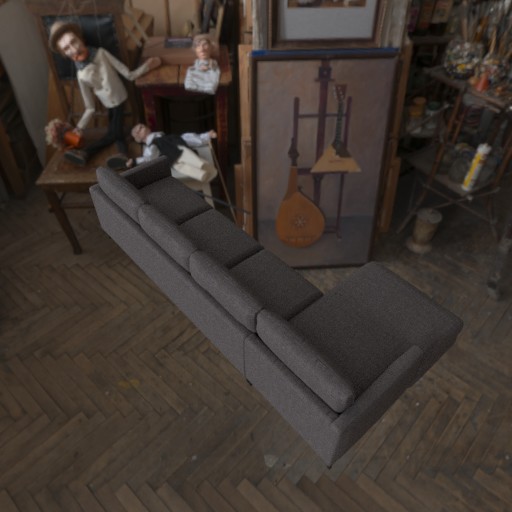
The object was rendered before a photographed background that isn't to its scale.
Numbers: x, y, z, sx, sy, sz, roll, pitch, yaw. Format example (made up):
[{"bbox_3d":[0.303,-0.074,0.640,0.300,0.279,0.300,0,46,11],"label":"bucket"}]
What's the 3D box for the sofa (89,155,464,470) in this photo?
[{"bbox_3d":[0.000,0.000,3.295,1.258,0.754,2.731,-32,54,-28],"label":"sofa"}]
